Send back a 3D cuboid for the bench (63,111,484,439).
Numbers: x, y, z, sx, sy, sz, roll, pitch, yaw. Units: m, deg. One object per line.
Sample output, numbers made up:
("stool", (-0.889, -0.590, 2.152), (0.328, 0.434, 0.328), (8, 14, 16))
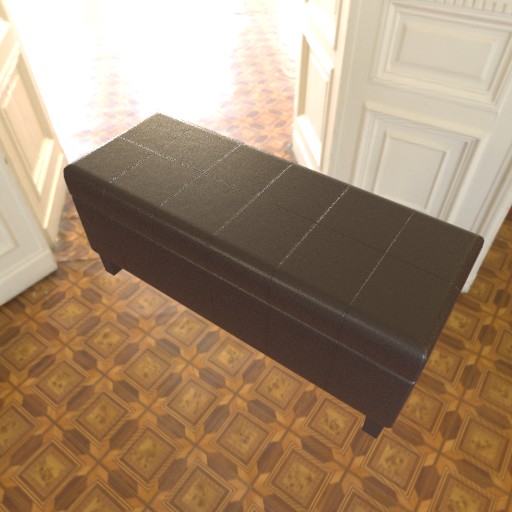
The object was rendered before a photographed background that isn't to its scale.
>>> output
("bench", (0.000, 0.000, 1.336), (1.092, 0.457, 0.429), (27, 52, 23))
